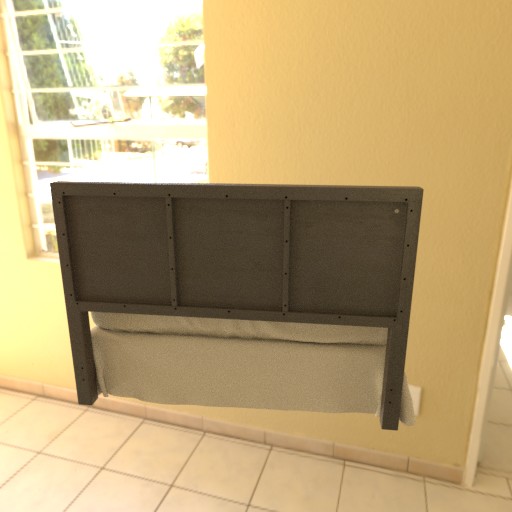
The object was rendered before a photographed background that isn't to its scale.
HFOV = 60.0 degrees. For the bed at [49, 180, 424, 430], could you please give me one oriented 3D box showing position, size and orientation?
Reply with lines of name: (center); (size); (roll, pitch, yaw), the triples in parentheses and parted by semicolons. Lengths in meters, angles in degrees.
bed: (0.000, 0.000, 2.879); (1.772, 1.142, 1.785); (2, 17, 7)
